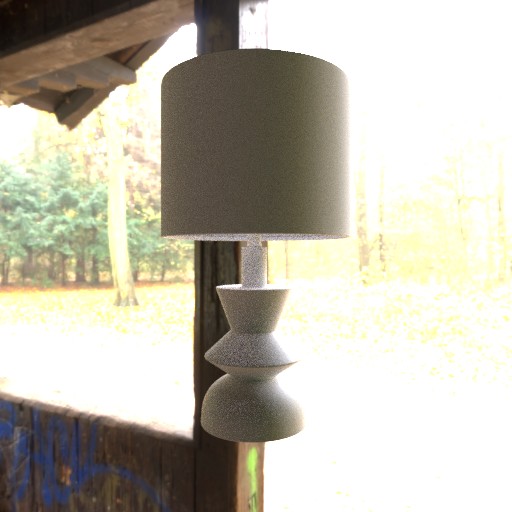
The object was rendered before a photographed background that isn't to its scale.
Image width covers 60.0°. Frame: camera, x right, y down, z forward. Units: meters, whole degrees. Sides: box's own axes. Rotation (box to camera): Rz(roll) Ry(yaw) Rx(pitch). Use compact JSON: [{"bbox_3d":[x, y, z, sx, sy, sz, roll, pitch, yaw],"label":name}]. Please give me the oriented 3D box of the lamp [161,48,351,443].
[{"bbox_3d":[0.000,0.000,0.717,0.301,0.533,0.301,0,0,1],"label":"lamp"}]
